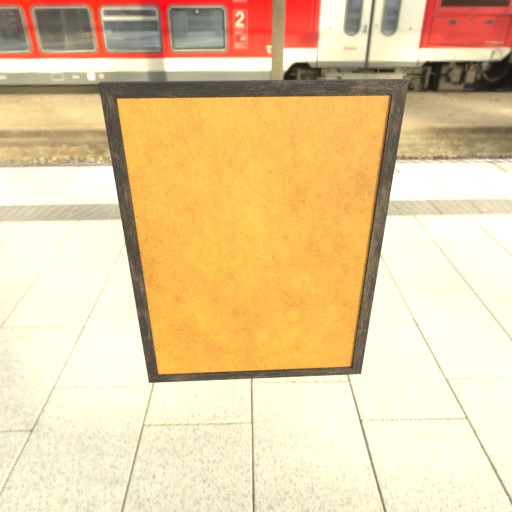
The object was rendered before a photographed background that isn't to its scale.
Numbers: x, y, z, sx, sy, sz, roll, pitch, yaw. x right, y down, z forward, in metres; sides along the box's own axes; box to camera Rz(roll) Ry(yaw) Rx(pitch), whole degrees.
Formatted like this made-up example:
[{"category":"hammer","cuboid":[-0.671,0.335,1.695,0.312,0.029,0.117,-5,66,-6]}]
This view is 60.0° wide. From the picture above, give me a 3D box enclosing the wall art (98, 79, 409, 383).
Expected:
[{"category":"wall art","cuboid":[0.000,0.000,1.437,0.812,1.066,0.029,-2,30,-3]}]
